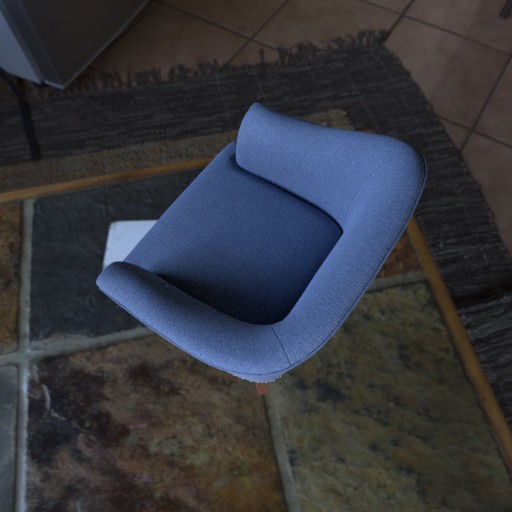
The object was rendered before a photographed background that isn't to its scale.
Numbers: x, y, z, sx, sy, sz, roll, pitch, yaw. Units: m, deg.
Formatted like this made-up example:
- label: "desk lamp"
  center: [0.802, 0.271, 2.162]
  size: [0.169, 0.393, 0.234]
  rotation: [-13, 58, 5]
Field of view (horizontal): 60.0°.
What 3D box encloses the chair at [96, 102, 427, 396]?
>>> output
- label: "chair"
  center: [0.000, 0.000, 1.417]
  size: [0.704, 0.815, 0.798]
  rotation: [31, 68, 14]
